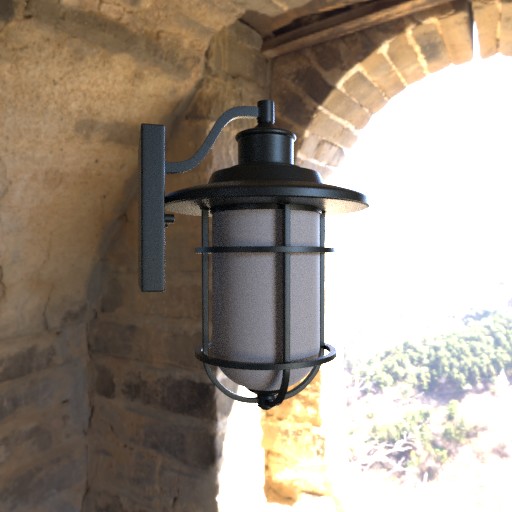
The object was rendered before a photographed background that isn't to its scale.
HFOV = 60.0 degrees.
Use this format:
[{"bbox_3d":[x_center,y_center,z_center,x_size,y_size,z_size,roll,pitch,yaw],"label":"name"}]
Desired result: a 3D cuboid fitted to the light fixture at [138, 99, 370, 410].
[{"bbox_3d":[0.000,0.000,0.494,0.252,0.345,0.222,0,0,-16],"label":"light fixture"}]
